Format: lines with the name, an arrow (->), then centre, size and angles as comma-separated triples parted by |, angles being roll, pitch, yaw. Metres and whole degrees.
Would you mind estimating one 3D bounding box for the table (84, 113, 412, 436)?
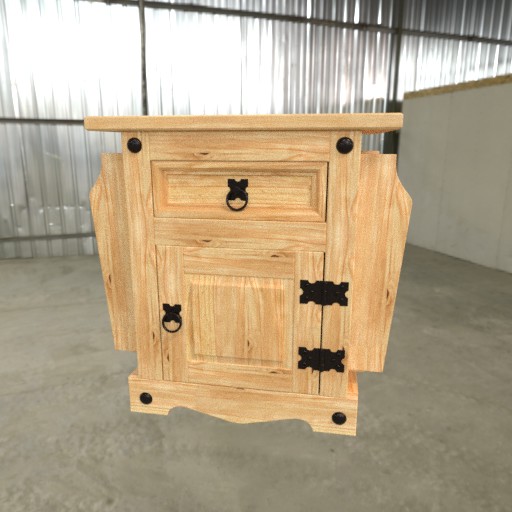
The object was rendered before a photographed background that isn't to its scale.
table -> 0.000, 0.000, 0.882 | 0.530, 0.515, 0.380 | 3, 14, 10
